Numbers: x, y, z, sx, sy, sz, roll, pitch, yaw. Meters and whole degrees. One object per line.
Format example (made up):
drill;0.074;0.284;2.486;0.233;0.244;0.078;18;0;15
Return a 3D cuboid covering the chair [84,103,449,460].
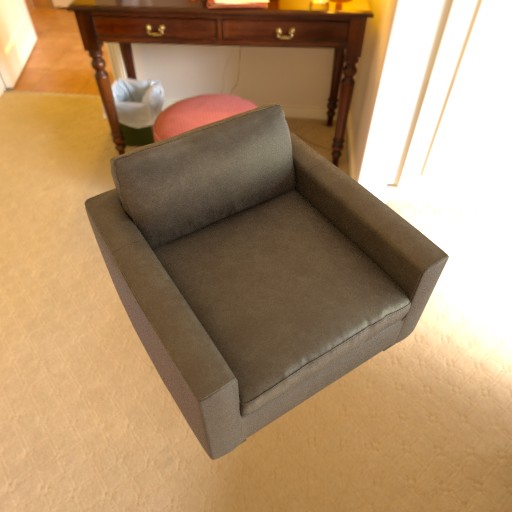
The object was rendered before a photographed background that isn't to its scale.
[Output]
chair;0.000;0.000;1.866;1.106;0.807;1.080;-25;52;-21
